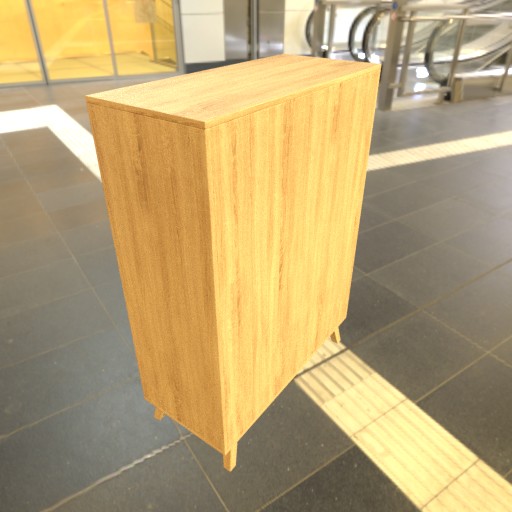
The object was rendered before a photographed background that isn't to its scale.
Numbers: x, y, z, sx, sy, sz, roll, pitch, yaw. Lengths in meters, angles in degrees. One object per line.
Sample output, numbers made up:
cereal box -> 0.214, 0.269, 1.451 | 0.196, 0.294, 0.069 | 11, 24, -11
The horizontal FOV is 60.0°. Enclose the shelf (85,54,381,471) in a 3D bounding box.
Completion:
shelf -> 0.000, 0.000, 1.830 | 0.450, 1.390, 1.000 | 21, 38, 30
